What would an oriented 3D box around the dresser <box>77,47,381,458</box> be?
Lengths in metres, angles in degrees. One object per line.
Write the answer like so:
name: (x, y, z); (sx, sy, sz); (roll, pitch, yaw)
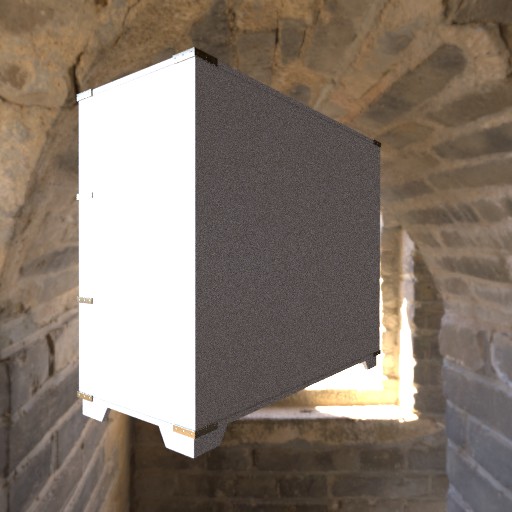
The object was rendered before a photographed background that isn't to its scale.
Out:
dresser: (0.000, 0.000, 1.486); (0.460, 0.891, 1.022); (0, 0, 38)
